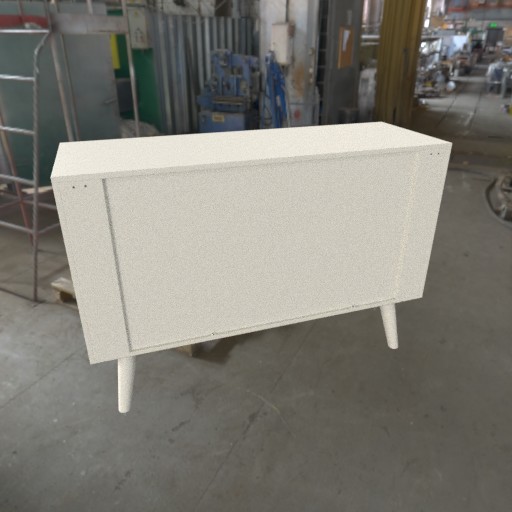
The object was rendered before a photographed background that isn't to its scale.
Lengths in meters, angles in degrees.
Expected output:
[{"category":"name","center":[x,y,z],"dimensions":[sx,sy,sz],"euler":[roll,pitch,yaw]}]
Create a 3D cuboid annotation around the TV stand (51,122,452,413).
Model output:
[{"category":"TV stand","center":[0.000,0.000,1.604],"dimensions":[1.193,0.812,0.406],"euler":[-9,28,-17]}]
